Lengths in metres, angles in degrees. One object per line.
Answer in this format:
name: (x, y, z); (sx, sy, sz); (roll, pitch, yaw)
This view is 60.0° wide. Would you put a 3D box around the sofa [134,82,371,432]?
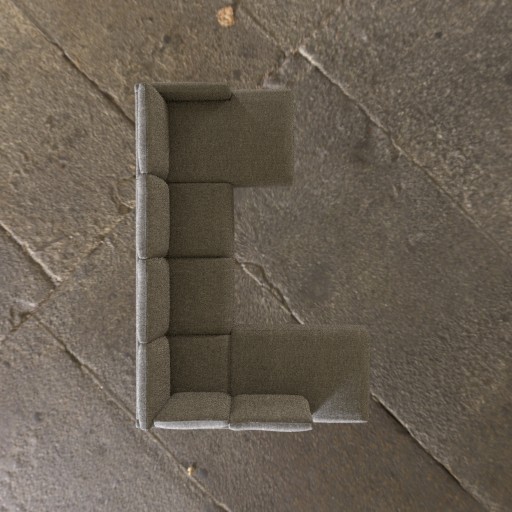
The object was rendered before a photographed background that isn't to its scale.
sofa: (0.000, 0.000, 3.608); (1.879, 0.756, 2.737); (0, 90, 0)
